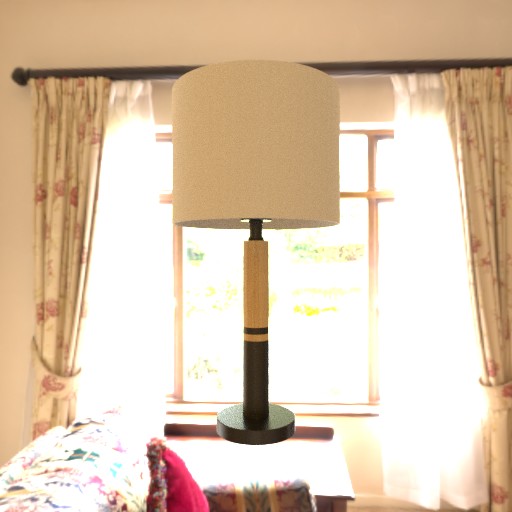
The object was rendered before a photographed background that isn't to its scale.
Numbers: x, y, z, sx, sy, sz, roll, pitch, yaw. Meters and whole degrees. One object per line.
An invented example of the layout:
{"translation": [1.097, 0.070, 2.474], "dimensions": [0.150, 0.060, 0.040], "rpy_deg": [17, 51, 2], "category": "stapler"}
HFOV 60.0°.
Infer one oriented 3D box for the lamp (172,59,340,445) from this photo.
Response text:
{"translation": [0.000, 0.000, 0.818], "dimensions": [0.305, 0.640, 0.305], "rpy_deg": [0, 0, -36], "category": "lamp"}
